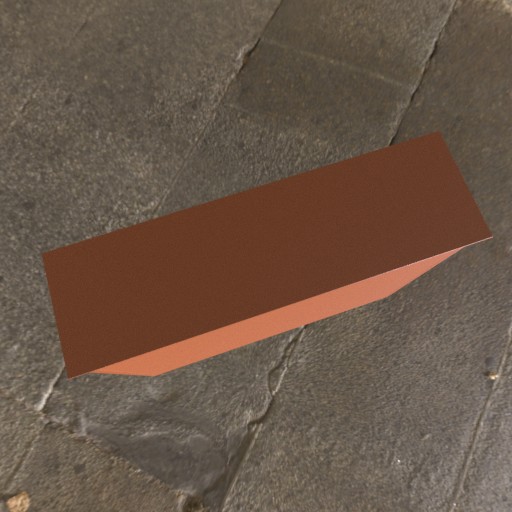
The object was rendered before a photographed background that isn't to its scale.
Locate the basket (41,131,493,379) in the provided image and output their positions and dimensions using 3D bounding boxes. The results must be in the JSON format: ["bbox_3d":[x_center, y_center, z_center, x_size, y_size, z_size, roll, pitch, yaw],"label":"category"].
[{"bbox_3d":[0.000,0.000,1.128,0.792,0.625,0.376,-18,75,-5],"label":"basket"}]
